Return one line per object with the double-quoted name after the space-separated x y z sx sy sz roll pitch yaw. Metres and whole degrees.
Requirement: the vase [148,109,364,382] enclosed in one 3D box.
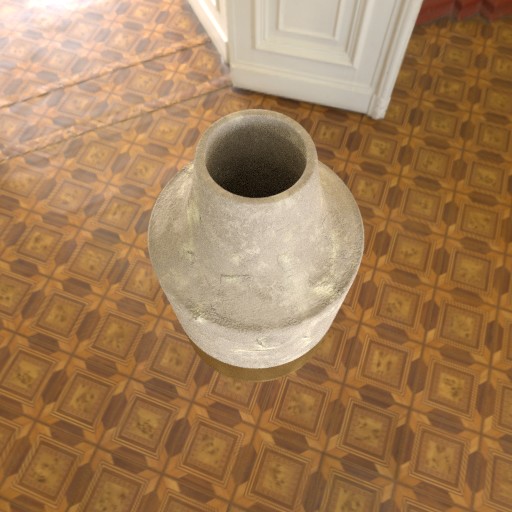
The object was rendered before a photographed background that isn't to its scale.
0.000 0.000 0.425 0.184 0.305 0.184 0 64 0 "vase"
